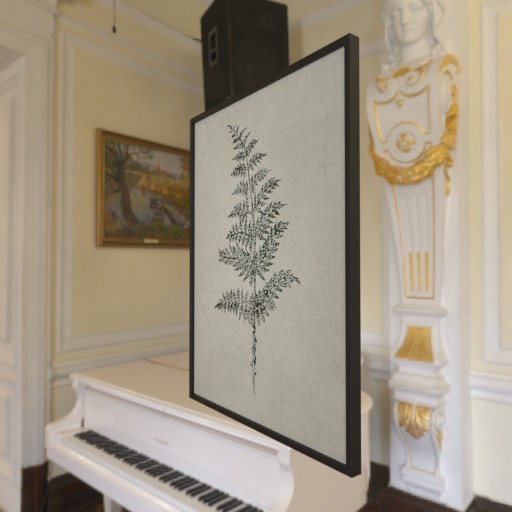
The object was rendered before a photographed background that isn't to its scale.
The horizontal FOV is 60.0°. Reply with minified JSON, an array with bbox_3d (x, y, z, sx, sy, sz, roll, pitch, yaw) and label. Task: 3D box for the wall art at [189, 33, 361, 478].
[{"bbox_3d":[0.000,0.000,1.395,0.036,1.070,0.802,1,-1,-37],"label":"wall art"}]
